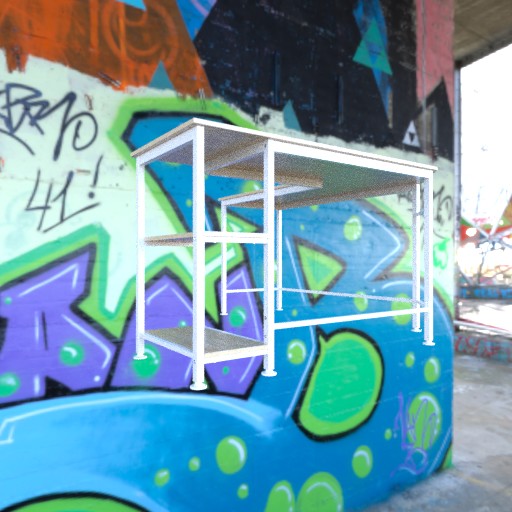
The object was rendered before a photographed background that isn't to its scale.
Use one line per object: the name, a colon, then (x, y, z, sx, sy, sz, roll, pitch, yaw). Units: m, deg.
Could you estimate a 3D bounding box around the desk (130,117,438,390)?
desk: (0.000, 0.000, 2.155, 1.379, 0.739, 1.379, 0, 0, -35)
